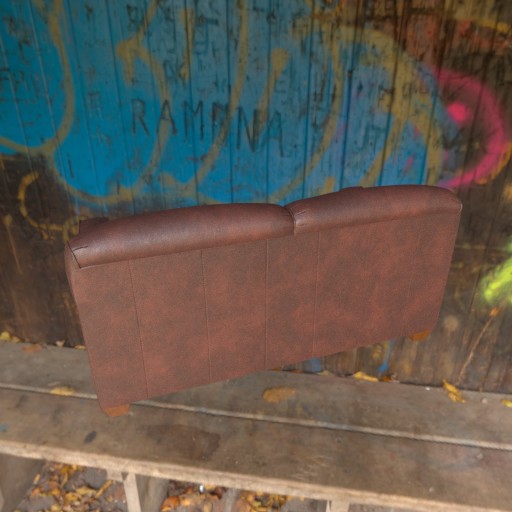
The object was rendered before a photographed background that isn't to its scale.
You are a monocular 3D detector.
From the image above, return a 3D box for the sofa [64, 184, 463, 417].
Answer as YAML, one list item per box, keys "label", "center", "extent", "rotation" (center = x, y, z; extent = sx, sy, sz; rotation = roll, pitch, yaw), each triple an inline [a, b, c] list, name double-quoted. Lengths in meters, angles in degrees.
- label: "sofa"
  center: [0.000, 0.000, 2.477]
  extent: [1.856, 0.966, 1.000]
  rotation: [-9, 29, -17]
